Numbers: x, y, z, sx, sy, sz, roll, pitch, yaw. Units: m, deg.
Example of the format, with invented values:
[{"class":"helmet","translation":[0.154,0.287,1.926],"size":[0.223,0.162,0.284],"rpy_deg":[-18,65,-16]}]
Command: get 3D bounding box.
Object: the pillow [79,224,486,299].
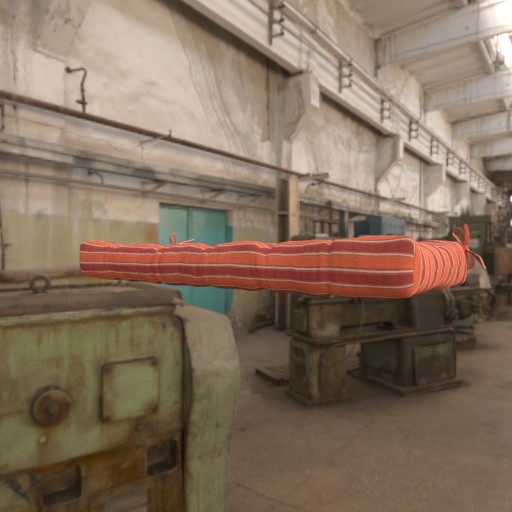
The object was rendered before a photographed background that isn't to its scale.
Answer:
[{"class":"pillow","translation":[0.000,0.000,1.338],"size":[1.194,0.174,0.511],"rpy_deg":[1,1,38]}]
